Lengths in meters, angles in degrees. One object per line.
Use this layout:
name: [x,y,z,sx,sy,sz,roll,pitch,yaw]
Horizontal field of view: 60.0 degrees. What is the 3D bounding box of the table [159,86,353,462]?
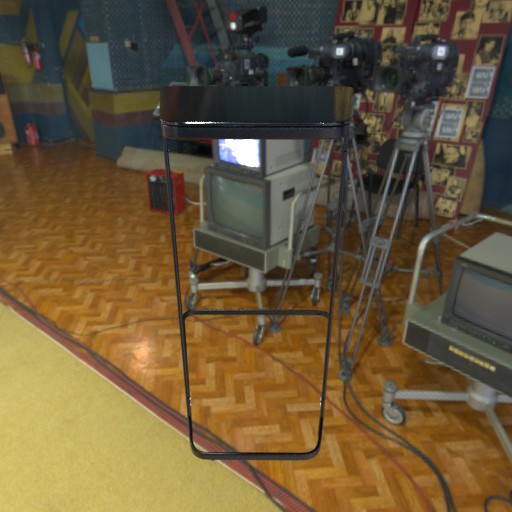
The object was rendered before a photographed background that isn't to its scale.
table: [0.000,0.000,0.928,0.427,0.624,0.500,0,26,0]
